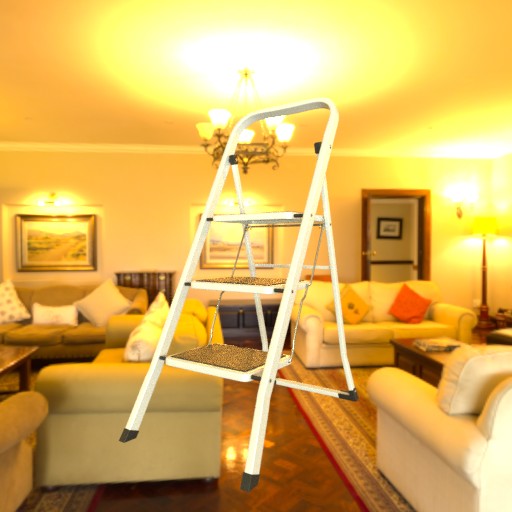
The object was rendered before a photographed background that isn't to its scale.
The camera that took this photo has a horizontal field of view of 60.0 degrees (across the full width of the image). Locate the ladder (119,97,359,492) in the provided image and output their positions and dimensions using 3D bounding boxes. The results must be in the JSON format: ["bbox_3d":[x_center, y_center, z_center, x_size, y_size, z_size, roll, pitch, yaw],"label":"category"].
[{"bbox_3d":[0.000,0.000,1.412,0.460,1.050,0.711,1,2,35],"label":"ladder"}]
